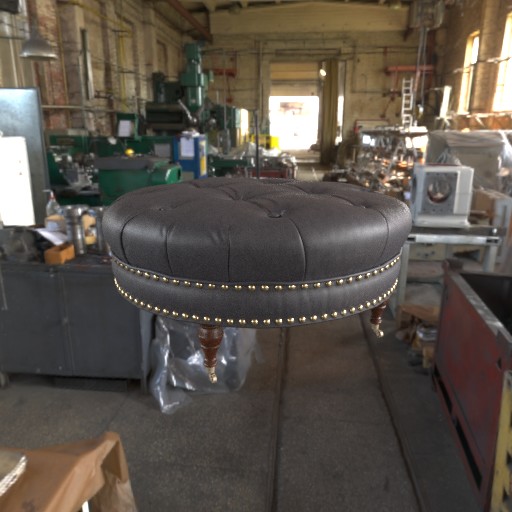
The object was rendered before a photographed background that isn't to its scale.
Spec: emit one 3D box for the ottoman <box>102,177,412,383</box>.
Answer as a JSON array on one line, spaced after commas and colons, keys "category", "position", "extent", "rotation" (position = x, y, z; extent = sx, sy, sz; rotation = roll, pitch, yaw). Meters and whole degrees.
[{"category": "ottoman", "position": [0.000, 0.000, 1.380], "extent": [0.901, 0.439, 0.901], "rotation": [0, 16, 0]}]
